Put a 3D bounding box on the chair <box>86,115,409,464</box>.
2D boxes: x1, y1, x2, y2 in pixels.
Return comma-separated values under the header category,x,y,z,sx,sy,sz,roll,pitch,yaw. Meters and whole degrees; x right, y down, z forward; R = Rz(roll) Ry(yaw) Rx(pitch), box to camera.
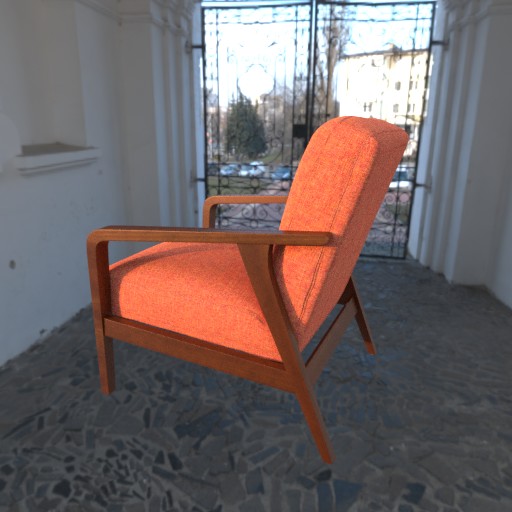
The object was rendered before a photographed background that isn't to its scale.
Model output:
category,x,y,z,sx,sy,sz,roll,pitch,yaw
chair,0.000,0.000,1.489,0.860,0.890,0.719,7,18,23
